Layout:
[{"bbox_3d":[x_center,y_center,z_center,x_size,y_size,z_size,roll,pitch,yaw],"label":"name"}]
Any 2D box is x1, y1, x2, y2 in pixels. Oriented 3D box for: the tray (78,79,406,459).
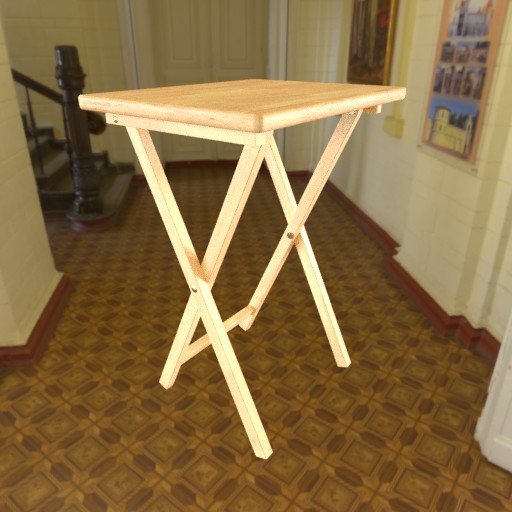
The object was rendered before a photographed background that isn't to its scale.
[{"bbox_3d":[0.000,0.000,0.941,0.381,0.660,0.483,18,31,33],"label":"tray"}]
